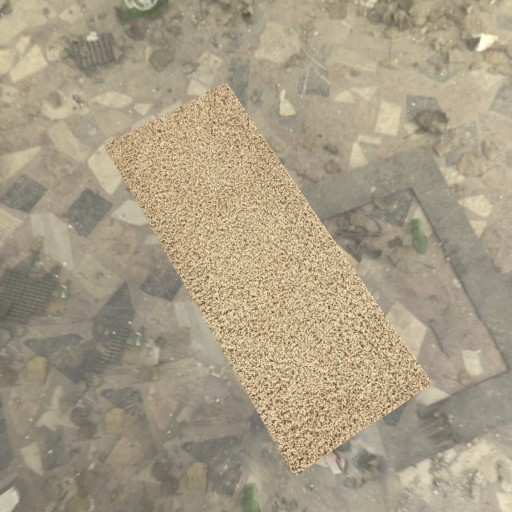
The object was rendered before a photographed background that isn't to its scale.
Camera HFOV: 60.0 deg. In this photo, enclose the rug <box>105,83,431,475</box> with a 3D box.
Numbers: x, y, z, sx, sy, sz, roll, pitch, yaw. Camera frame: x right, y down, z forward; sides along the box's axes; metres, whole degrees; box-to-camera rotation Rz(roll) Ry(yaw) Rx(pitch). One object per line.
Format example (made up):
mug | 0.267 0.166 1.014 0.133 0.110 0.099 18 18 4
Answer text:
rug | 0.000 0.000 1.782 0.609 0.030 1.524 -30 77 -8
